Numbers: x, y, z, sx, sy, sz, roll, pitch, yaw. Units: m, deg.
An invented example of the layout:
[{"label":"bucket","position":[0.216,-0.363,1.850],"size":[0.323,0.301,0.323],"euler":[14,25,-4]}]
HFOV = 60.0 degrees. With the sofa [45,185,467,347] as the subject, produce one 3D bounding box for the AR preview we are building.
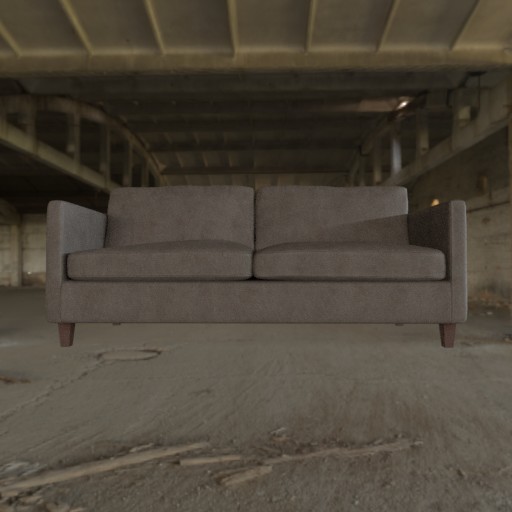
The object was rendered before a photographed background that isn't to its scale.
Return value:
[{"label":"sofa","position":[0.000,0.000,2.736],"size":[2.208,0.965,0.951],"euler":[0,-1,1]}]
